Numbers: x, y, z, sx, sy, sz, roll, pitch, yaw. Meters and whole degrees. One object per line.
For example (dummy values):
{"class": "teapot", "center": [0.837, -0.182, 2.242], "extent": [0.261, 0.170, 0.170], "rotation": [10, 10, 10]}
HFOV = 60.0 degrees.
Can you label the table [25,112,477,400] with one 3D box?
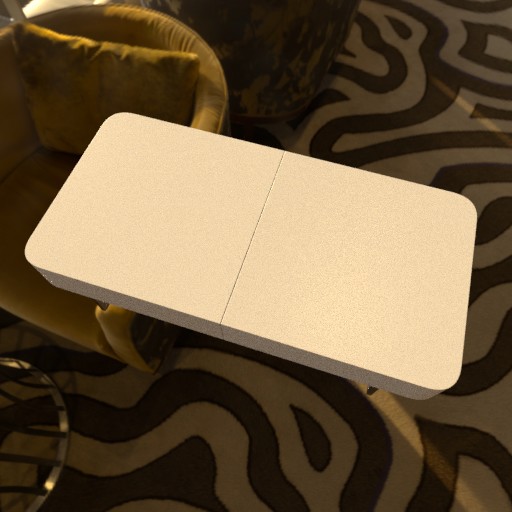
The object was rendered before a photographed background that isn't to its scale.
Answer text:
{"class": "table", "center": [0.000, 0.000, 1.419], "extent": [1.200, 0.340, 0.600], "rotation": [16, 64, 8]}
